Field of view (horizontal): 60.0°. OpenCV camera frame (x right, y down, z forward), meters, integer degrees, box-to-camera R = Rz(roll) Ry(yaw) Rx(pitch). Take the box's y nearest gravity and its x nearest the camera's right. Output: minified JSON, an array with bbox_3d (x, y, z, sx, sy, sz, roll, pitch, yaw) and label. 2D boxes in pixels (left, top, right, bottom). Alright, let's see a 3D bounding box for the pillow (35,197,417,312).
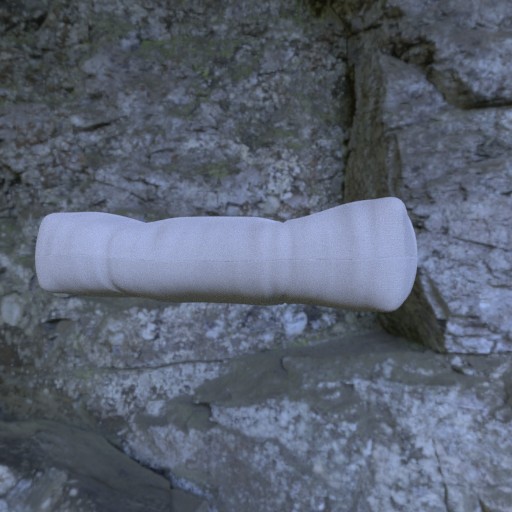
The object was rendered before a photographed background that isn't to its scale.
[{"bbox_3d":[0.000,0.000,0.725,0.490,0.128,0.468,0,0,19],"label":"pillow"}]
